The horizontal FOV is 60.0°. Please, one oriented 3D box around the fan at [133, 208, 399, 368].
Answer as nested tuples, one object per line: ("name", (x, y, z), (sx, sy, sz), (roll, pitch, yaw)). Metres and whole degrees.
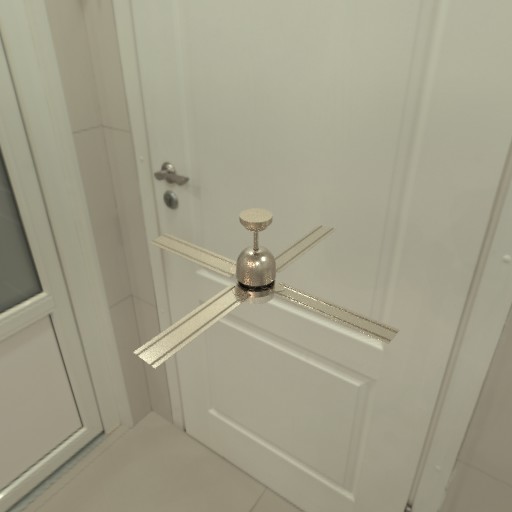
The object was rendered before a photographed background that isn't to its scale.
("fan", (0.000, 0.000, 2.003), (1.346, 0.406, 1.346), (20, 36, 30))
